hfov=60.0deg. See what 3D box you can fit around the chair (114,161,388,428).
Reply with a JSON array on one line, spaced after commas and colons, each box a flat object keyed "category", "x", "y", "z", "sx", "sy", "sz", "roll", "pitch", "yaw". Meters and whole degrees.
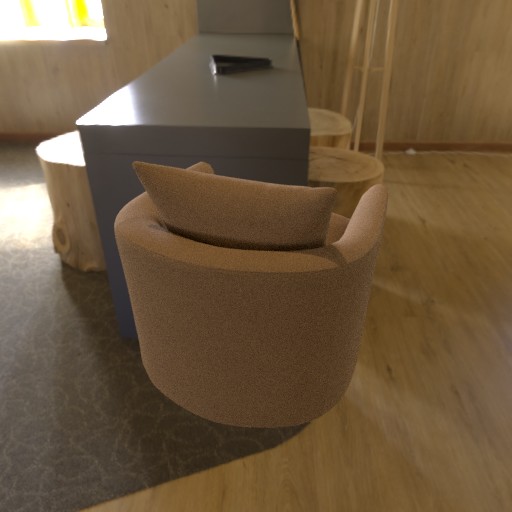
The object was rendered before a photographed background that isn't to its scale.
[{"category": "chair", "x": 0.000, "y": 0.000, "z": 1.610, "sx": 0.845, "sy": 0.848, "sz": 0.910, "roll": 10, "pitch": 35, "yaw": 15}]
